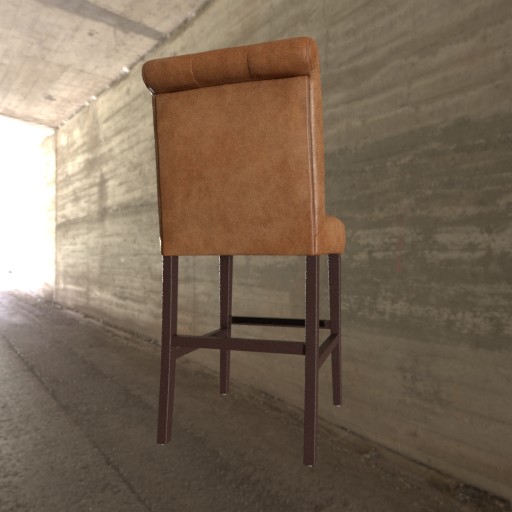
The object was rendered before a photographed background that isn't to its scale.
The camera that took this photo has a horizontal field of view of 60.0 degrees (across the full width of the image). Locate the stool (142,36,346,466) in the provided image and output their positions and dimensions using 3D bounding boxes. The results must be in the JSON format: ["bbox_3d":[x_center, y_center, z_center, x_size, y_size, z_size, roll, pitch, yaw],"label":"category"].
[{"bbox_3d":[0.000,0.000,1.363,0.493,1.047,0.601,0,0,18],"label":"stool"}]
